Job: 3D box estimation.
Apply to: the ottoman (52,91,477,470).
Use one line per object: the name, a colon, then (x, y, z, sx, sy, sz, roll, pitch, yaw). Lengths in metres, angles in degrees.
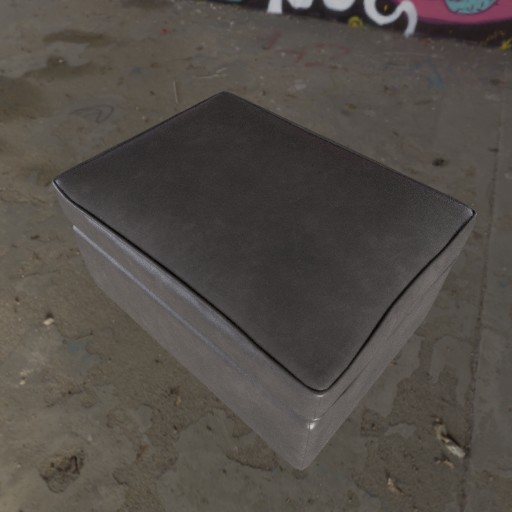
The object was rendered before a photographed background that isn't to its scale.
ottoman: (0.000, 0.000, 1.070, 0.756, 0.445, 0.554, 34, 57, 27)
